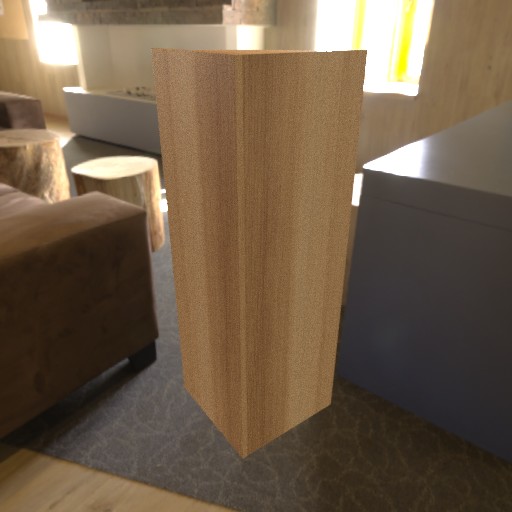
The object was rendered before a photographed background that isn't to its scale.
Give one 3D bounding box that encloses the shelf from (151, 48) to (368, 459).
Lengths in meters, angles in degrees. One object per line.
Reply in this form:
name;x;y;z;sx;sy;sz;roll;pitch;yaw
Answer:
shelf;0.000;0.000;1.028;0.290;0.872;0.290;-19;33;-32
